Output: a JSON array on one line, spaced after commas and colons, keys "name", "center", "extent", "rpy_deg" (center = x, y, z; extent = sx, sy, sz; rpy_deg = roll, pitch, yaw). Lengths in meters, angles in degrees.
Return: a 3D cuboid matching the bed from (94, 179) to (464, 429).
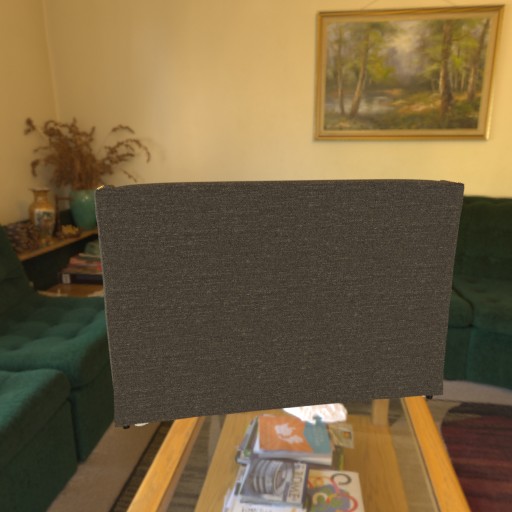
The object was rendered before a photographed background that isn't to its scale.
[{"name": "bed", "center": [0.000, 0.000, 3.443], "extent": [1.925, 1.332, 2.276], "rpy_deg": [-2, 14, -9]}]
